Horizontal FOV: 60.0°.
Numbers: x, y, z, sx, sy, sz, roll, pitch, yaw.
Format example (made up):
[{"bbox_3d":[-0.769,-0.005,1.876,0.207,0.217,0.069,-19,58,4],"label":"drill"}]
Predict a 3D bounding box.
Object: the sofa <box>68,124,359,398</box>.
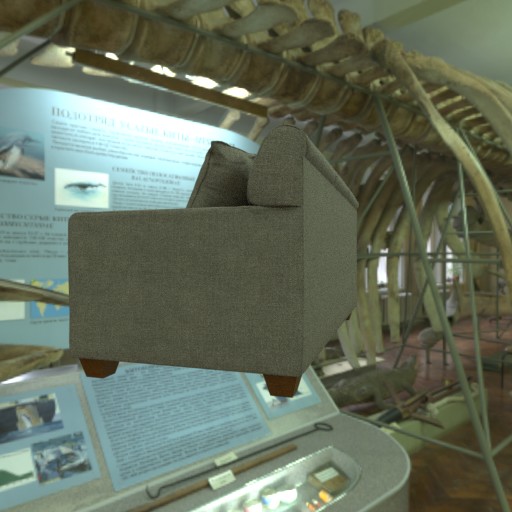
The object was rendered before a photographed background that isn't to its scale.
[{"bbox_3d":[0.000,0.000,2.552,0.997,0.958,2.024,0,0,18],"label":"sofa"}]
